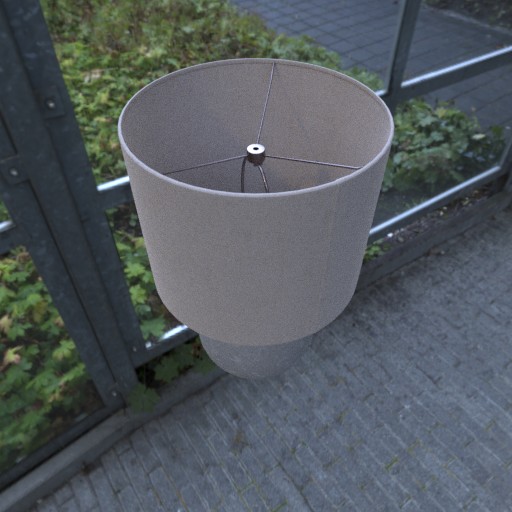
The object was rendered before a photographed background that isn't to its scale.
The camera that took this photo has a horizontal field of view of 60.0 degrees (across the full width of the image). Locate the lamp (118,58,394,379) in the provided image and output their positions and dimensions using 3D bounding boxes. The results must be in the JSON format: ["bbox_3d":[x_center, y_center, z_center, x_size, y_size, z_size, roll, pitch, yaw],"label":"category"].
[{"bbox_3d":[0.000,0.000,0.586,0.269,0.409,0.269,-16,48,-15],"label":"lamp"}]
